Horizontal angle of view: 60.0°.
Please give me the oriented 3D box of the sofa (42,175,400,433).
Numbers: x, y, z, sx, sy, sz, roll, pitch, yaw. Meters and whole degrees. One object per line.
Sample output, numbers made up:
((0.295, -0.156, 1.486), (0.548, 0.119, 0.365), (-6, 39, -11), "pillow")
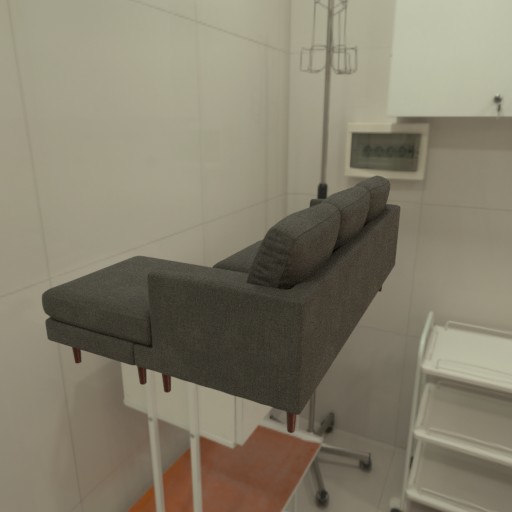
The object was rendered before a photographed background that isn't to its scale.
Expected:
((0.000, 0.000, 3.003), (1.504, 0.956, 2.233), (8, 19, 25), "sofa")
